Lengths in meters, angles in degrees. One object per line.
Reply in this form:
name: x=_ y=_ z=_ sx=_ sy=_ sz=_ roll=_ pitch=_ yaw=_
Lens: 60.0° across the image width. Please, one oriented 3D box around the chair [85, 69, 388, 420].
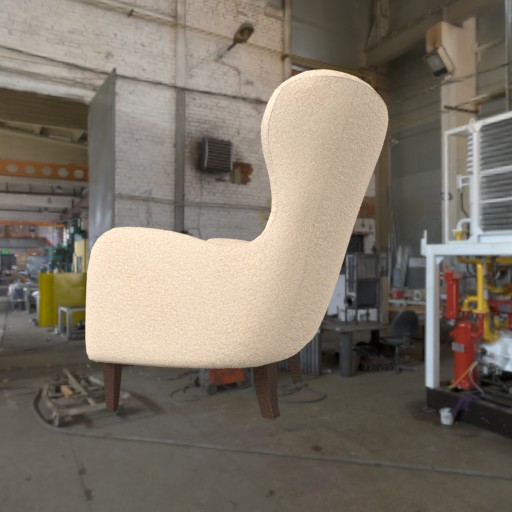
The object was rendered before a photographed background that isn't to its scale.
chair: x=0.000 y=0.000 z=1.718 sx=0.984 sy=1.064 sz=0.861 roll=0 pitch=0 yaw=16
